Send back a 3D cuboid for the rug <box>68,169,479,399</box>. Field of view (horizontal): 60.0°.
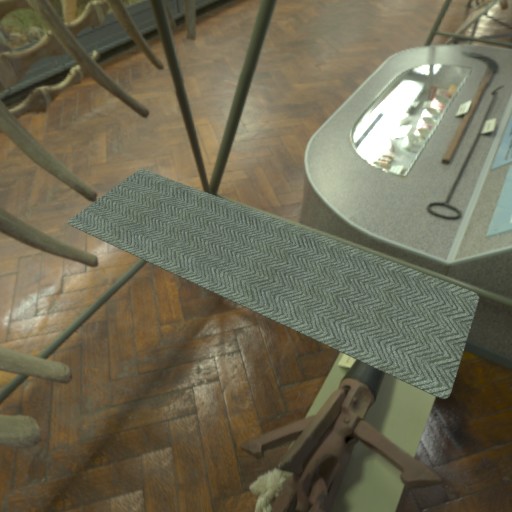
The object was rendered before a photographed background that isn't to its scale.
[{"bbox_3d":[0.000,0.000,2.494,2.286,0.008,0.686,23,49,21],"label":"rug"}]
